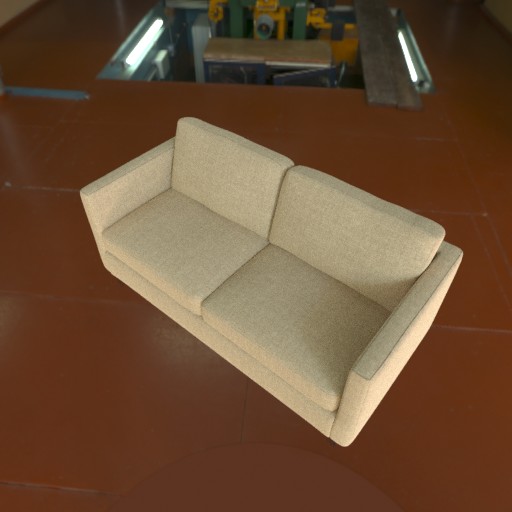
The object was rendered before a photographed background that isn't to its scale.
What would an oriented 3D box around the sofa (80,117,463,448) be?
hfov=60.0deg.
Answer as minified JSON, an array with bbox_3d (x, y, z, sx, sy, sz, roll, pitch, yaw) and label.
[{"bbox_3d":[0.000,0.000,2.503,1.884,0.963,0.950,31,53,27],"label":"sofa"}]
